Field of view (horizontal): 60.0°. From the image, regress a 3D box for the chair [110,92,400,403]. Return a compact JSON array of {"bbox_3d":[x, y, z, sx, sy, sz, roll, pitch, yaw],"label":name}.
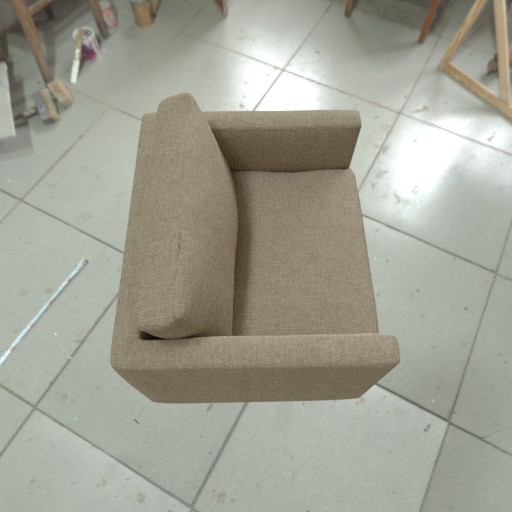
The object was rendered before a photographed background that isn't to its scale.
[{"bbox_3d":[0.000,0.000,1.879,0.959,0.987,1.107,-1,63,0],"label":"chair"}]
